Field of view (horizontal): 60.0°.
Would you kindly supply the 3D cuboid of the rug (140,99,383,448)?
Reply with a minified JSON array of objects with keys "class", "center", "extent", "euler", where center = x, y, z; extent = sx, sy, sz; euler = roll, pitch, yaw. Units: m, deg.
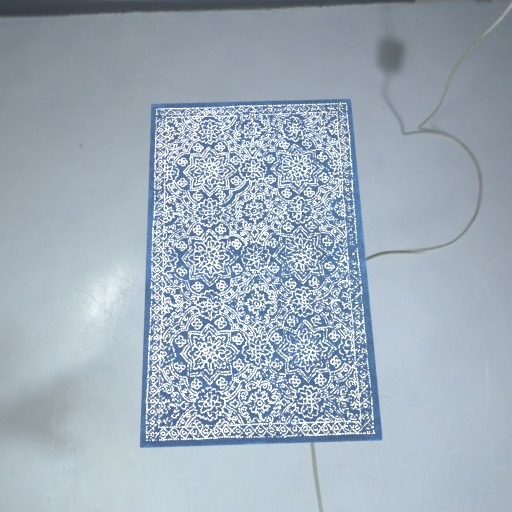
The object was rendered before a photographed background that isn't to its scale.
[{"class":"rug","center":[0.000,0.000,3.087],"extent":[1.526,0.015,2.441],"euler":[-2,76,0]}]
